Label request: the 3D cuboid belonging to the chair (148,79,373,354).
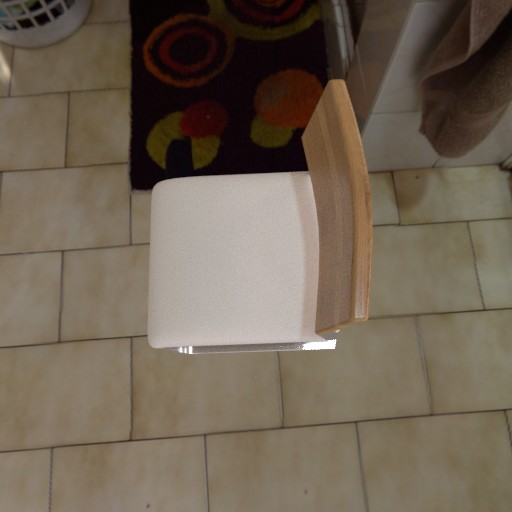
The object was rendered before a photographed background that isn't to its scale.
[{"bbox_3d":[0.000,0.000,1.193,0.585,0.844,0.467,-2,75,-1],"label":"chair"}]
